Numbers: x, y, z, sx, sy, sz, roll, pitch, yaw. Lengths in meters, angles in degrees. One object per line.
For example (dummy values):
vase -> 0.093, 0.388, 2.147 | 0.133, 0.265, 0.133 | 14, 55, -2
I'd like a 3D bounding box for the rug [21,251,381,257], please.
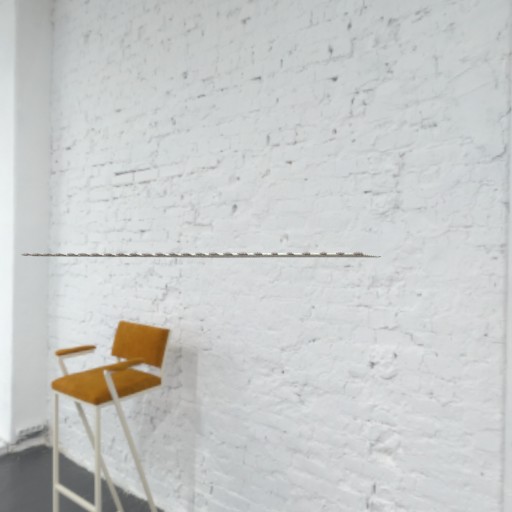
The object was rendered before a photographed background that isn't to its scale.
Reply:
rug -> 0.000, 0.000, 2.993 | 1.563, 0.014, 2.425 | 0, 0, 17
